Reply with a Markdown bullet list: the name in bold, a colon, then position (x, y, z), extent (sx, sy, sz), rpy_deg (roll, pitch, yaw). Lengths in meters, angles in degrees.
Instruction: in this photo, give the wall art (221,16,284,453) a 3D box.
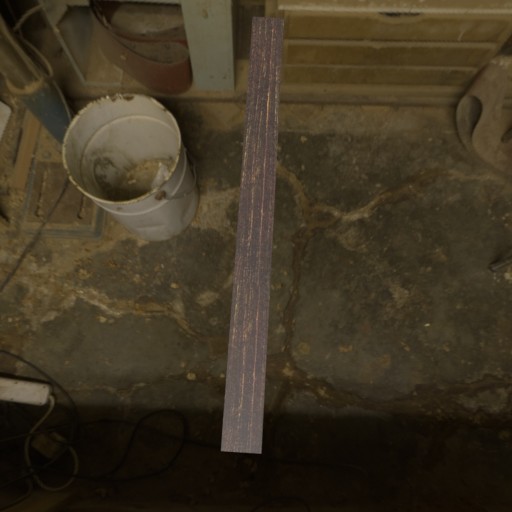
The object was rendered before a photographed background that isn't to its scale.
- **wall art**: position (0.000, 0.000, 0.531), extent (0.031, 0.330, 0.381), rpy_deg (3, 76, 1)
